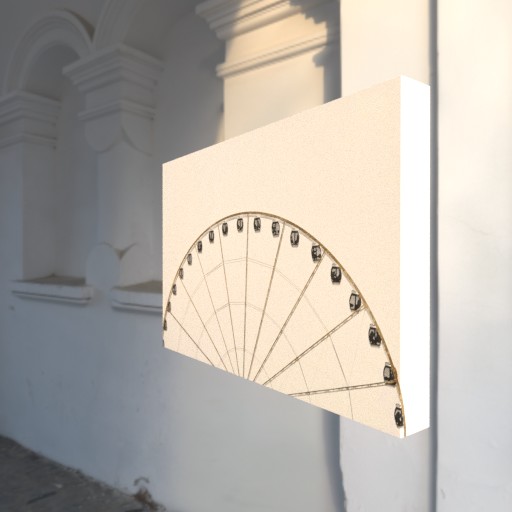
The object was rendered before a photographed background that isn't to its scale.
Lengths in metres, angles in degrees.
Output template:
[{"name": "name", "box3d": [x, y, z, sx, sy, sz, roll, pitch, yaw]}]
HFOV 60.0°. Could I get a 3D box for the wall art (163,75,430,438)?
[{"name": "wall art", "box3d": [0.000, 0.000, 0.473, 0.039, 0.254, 0.384, 0, 0, -37]}]
